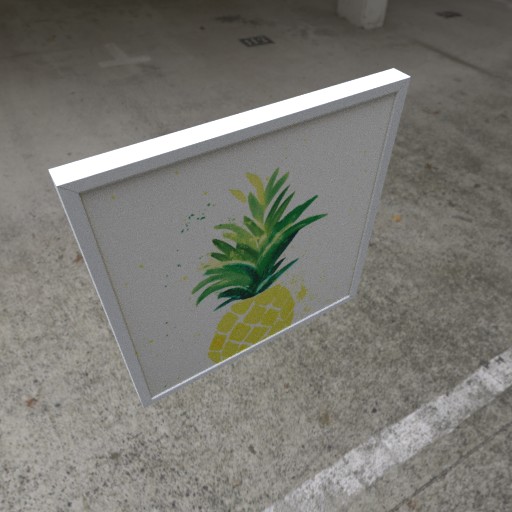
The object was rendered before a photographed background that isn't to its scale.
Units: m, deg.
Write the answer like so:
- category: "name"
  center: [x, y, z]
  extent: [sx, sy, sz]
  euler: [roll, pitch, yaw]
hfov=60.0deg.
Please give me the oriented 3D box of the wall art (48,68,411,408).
- category: "wall art"
  center: [0.000, 0.000, 0.745]
  extent: [0.508, 0.507, 0.035]
  euler: [-24, 50, -21]
